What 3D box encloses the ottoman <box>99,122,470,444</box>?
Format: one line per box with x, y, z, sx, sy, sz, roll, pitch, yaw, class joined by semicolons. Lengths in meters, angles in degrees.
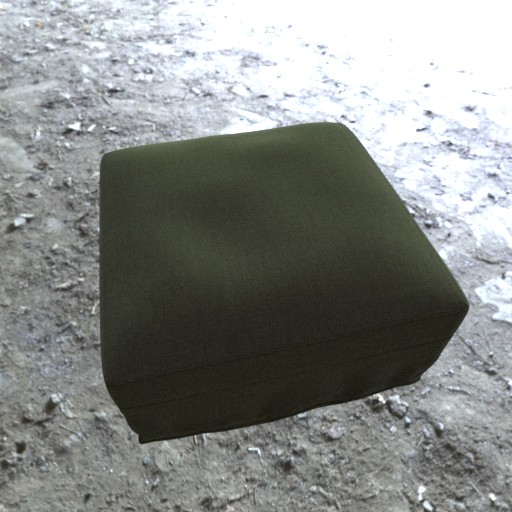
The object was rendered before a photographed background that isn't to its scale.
0.000;0.000;1.325;0.843;0.436;0.840;-10;48;-9;ottoman
